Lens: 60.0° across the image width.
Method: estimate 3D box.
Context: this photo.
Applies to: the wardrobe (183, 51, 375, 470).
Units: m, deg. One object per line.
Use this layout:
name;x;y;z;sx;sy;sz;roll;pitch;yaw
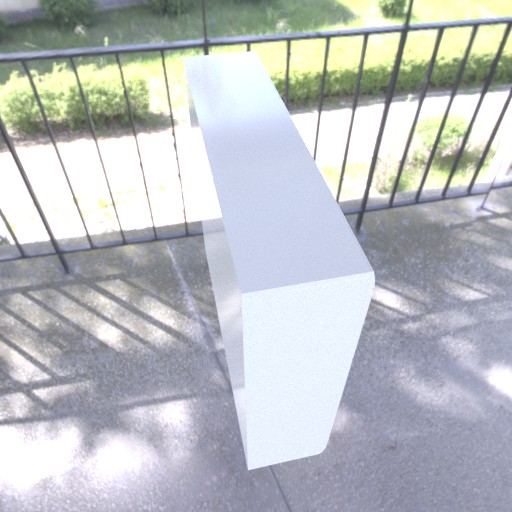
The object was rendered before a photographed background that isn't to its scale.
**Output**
wardrobe;0.000;0.000;1.928;0.360;1.200;1.340;-9;47;-8
